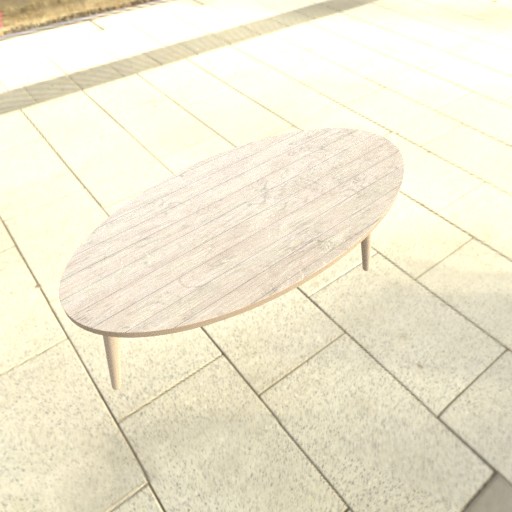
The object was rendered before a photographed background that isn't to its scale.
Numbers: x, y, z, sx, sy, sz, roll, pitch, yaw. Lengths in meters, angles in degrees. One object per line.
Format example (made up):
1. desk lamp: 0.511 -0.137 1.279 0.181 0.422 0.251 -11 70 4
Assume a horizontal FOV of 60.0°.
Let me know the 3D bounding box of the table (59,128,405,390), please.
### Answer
1. table: 0.000 0.000 1.341 1.083 0.390 0.542 -31 54 -26
